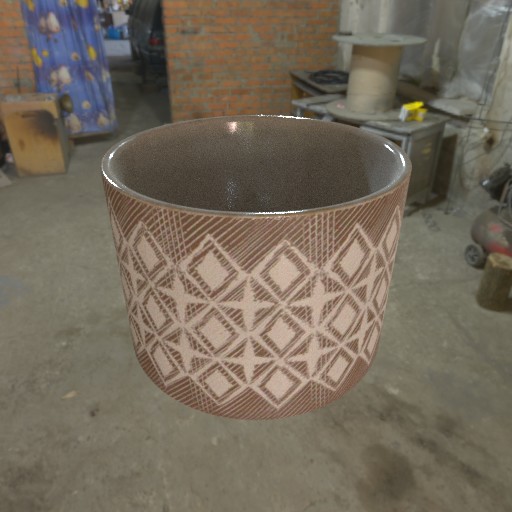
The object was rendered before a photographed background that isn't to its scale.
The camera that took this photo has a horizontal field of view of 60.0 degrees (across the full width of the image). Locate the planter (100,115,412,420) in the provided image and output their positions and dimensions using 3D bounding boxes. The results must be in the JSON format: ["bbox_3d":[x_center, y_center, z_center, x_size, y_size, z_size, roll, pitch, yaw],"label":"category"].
[{"bbox_3d":[0.000,0.000,0.214,0.126,0.104,0.126,0,31,0],"label":"planter"}]
